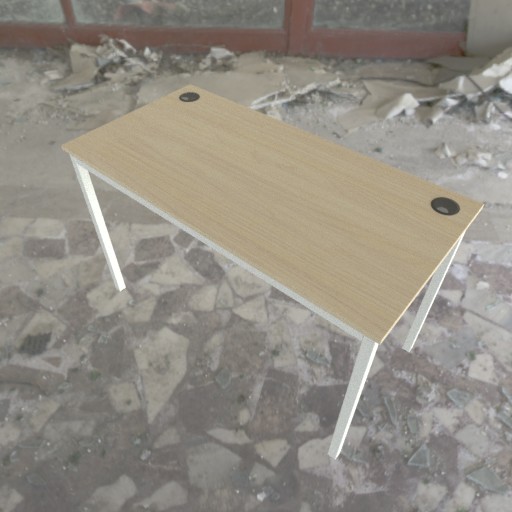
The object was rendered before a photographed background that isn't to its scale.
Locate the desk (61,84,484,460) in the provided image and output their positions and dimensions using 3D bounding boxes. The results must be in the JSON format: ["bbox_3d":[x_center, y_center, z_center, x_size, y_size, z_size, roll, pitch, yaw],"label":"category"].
[{"bbox_3d":[0.000,0.000,1.640,1.200,0.750,0.600,31,53,27],"label":"desk"}]
